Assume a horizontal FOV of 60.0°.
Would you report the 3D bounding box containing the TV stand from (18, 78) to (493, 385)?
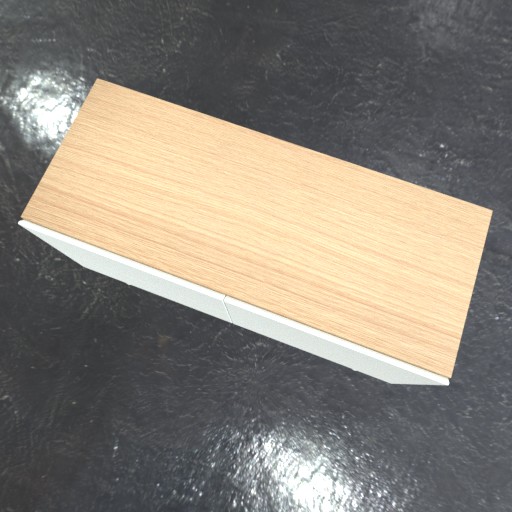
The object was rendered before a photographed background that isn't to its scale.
[{"bbox_3d":[0.000,0.000,1.315,0.991,0.660,0.407,20,75,5],"label":"TV stand"}]
